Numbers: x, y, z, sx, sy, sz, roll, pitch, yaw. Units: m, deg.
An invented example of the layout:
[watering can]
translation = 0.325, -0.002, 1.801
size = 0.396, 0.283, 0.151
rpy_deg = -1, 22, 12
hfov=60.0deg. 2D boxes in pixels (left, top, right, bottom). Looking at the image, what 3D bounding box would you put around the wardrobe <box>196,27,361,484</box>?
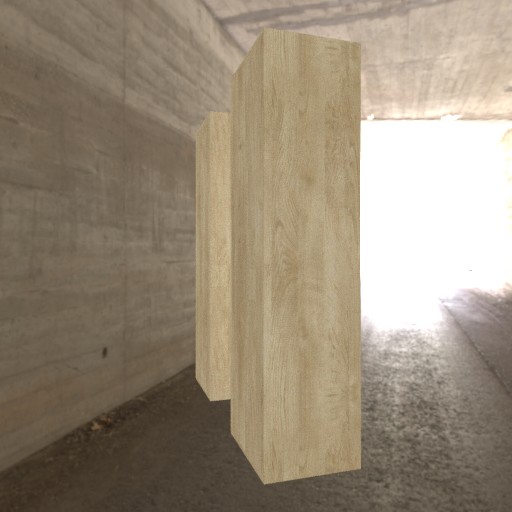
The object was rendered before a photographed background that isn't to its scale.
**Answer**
[wardrobe]
translation = 0.000, 0.000, 2.855
size = 0.480, 2.000, 1.770
rpy_deg = 0, 0, -17
